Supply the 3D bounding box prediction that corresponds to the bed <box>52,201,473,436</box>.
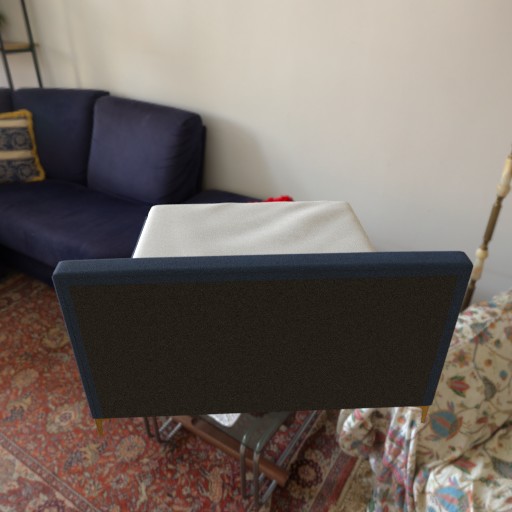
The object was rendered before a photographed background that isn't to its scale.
[{"bbox_3d":[0.000,0.000,3.414,2.096,1.231,2.232,-1,31,-2],"label":"bed"}]
